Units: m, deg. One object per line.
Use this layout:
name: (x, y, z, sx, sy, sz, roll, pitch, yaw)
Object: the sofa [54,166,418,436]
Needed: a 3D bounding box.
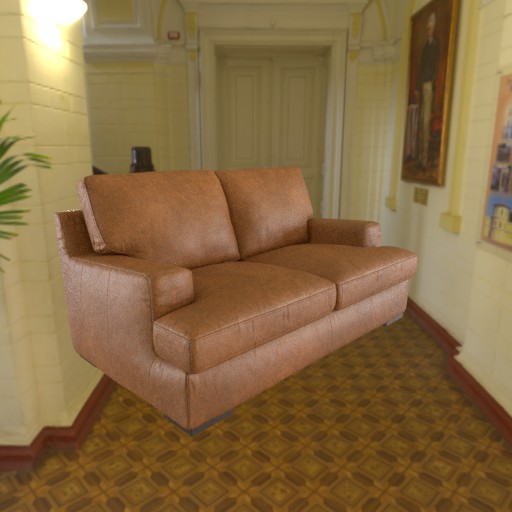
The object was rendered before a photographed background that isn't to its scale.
sofa: (0.000, 0.000, 2.558, 1.144, 0.966, 1.880, 13, 19, 43)
